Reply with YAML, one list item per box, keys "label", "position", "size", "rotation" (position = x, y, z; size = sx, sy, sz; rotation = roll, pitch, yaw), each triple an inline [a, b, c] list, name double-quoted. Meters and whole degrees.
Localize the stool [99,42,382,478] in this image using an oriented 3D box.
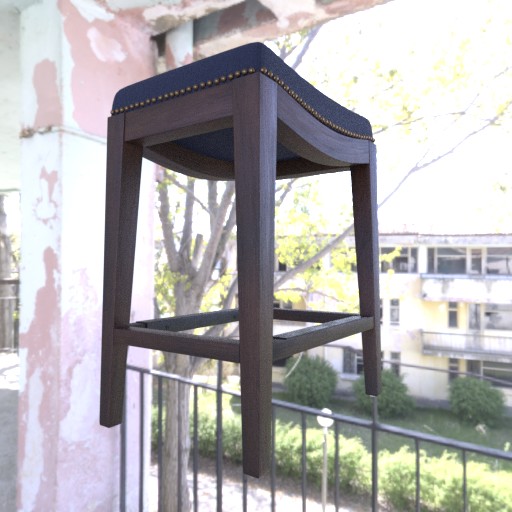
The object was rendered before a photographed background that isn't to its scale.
- label: "stool"
  position: [0.000, 0.000, 0.929]
  size: [0.361, 0.642, 0.500]
  rotation: [-1, -1, 35]
